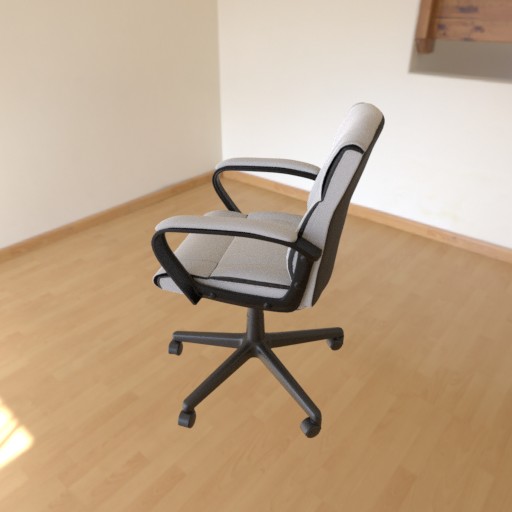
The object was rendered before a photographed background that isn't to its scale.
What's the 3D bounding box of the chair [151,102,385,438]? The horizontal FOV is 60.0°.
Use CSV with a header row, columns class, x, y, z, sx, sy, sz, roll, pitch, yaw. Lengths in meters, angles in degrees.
class,x,y,z,sx,sy,sz,roll,pitch,yaw
chair,0.000,0.000,1.515,0.717,1.004,0.739,8,32,13
